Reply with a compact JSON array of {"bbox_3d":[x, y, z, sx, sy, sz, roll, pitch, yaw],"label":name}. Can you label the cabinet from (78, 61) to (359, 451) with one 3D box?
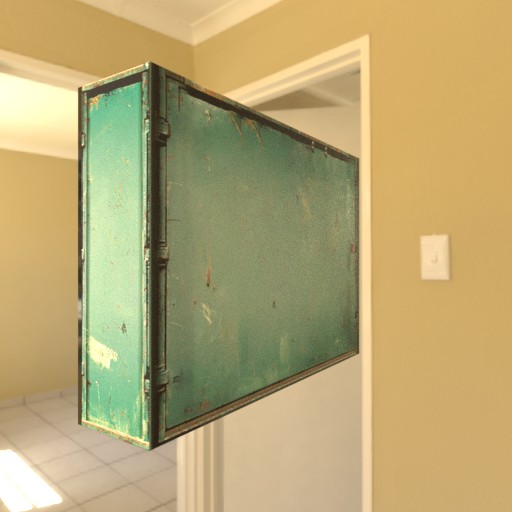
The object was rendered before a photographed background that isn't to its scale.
[{"bbox_3d":[0.000,0.000,3.875,0.680,2.160,3.001,0,0,35],"label":"cabinet"}]
